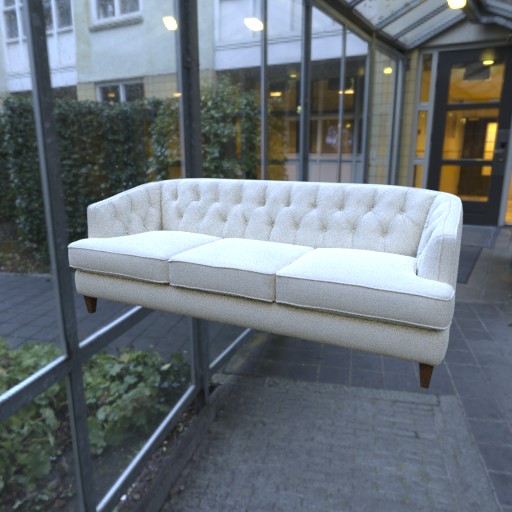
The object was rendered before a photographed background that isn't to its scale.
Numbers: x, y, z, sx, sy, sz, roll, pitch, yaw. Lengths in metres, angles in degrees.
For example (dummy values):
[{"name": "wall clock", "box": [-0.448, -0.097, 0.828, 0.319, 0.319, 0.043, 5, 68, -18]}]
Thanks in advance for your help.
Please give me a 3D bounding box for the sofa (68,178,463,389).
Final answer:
[{"name": "sofa", "box": [0.000, 0.000, 2.714, 2.278, 0.855, 0.941, 7, 15, 26]}]
